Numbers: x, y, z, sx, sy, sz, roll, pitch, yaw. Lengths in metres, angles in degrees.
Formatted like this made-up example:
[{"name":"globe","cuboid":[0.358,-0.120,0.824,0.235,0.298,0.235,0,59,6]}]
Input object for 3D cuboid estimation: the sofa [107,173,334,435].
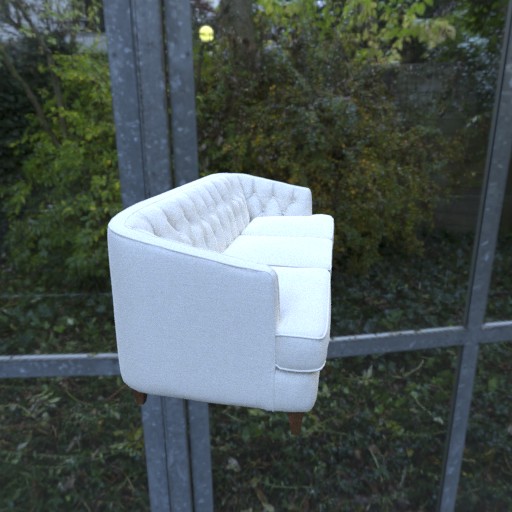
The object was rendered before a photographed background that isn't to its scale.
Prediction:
[{"name":"sofa","cuboid":[0.000,0.000,2.743,0.941,0.855,2.278,3,17,10]}]
